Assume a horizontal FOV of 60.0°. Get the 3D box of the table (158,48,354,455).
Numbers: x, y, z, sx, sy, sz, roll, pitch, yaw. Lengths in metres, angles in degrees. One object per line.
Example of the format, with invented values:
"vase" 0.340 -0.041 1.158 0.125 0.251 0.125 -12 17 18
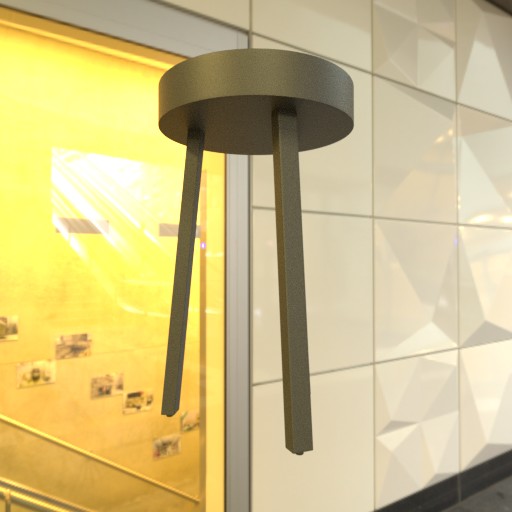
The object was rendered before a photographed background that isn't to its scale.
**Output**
"table" 0.000 0.000 0.937 0.406 0.686 0.406 -1 -1 37
